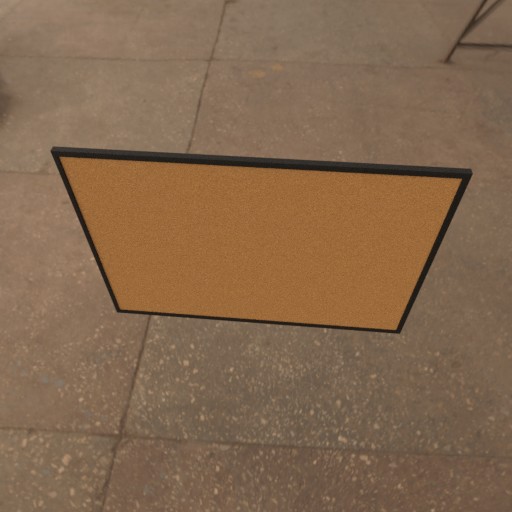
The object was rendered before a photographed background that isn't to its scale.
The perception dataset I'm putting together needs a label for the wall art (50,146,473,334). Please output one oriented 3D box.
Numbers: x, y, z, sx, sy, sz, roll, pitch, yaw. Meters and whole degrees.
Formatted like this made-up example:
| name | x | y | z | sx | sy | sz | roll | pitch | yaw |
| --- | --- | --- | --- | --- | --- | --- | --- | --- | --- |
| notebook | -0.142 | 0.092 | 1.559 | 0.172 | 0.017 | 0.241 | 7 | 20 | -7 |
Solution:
| name | x | y | z | sx | sy | sz | roll | pitch | yaw |
| --- | --- | --- | --- | --- | --- | --- | --- | --- | --- |
| wall art | 0.000 | 0.000 | 0.870 | 0.664 | 0.458 | 0.013 | 4 | 49 | 3 |
